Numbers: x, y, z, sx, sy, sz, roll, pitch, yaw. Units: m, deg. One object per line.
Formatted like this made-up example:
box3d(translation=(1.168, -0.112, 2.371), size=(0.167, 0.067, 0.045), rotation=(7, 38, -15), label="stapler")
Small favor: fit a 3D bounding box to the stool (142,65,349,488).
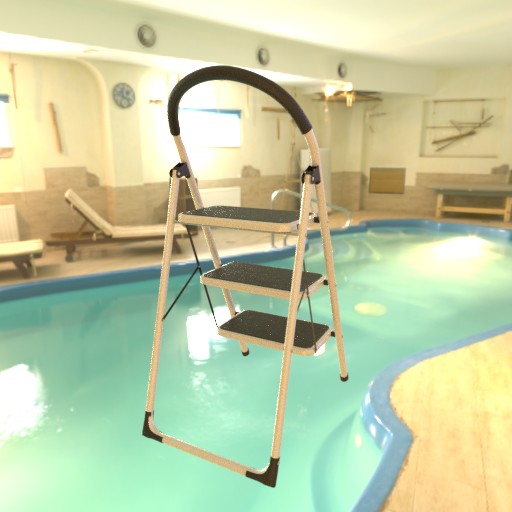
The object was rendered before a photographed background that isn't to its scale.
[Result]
box3d(translation=(0.000, 0.000, 1.466), size=(0.485, 1.109, 0.676), rotation=(8, 16, 28), label="stool")
